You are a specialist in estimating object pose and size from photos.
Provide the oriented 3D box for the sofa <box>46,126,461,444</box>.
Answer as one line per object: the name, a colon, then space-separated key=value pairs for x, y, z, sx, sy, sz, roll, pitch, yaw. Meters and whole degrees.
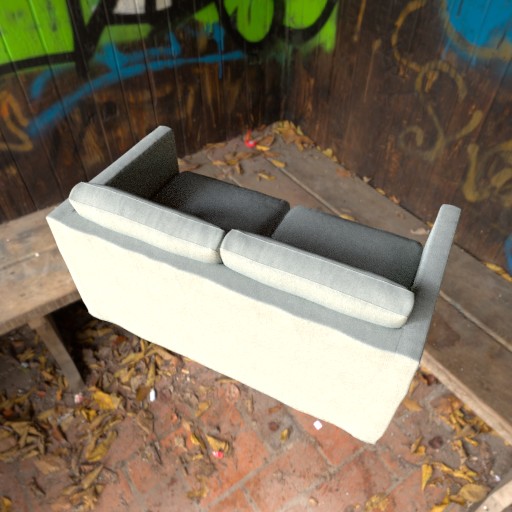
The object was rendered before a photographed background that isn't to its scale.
sofa: x=0.000 y=0.000 z=2.242 sx=1.727 sy=0.830 sz=0.944 roll=20 pitch=49 yaw=18
